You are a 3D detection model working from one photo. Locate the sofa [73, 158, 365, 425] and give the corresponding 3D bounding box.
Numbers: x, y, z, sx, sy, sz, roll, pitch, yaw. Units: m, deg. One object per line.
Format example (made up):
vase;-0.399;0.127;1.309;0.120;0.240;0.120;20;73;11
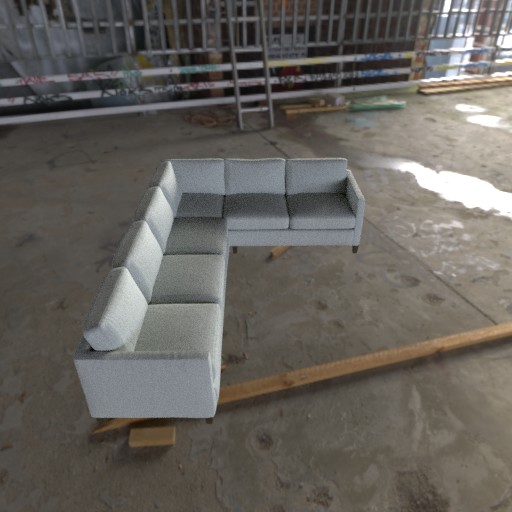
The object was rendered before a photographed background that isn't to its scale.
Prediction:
sofa;0.000;0.000;4.436;2.522;0.934;3.333;0;33;-1
